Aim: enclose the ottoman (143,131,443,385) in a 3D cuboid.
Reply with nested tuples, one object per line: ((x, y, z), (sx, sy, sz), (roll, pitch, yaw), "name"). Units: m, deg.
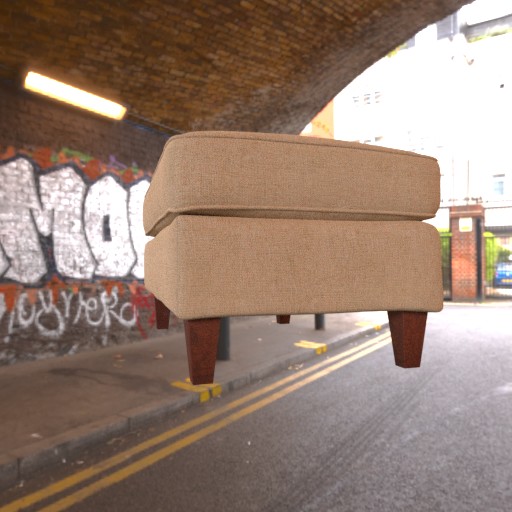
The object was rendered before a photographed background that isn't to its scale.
((0.000, 0.000, 1.240), (0.583, 0.484, 0.862), (0, -1, -17), "ottoman")
